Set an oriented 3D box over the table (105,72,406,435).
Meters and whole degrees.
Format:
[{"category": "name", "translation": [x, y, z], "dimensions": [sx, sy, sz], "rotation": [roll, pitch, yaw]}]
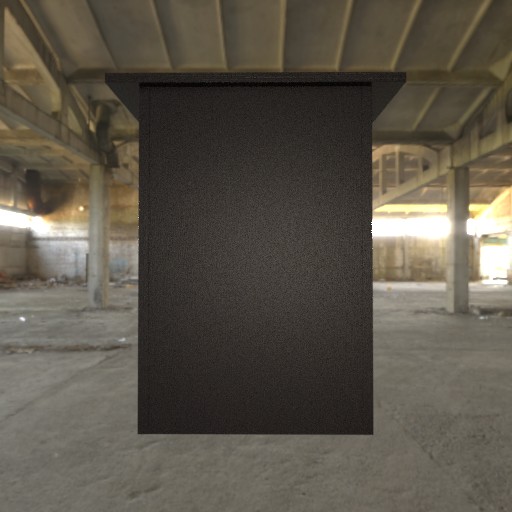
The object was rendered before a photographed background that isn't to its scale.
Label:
[{"category": "table", "translation": [0.000, 0.000, 1.064], "dimensions": [0.589, 0.711, 0.408], "rotation": [0, -1, 0]}]
